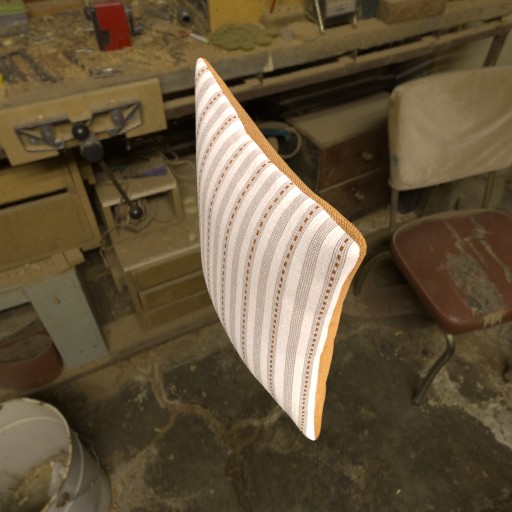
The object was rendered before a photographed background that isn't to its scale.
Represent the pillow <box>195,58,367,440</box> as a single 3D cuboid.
[{"bbox_3d":[0.000,0.000,0.669,0.147,0.437,0.432,-19,50,-17],"label":"pillow"}]
